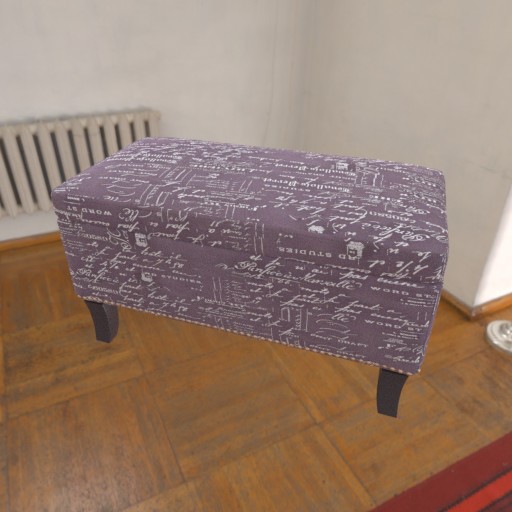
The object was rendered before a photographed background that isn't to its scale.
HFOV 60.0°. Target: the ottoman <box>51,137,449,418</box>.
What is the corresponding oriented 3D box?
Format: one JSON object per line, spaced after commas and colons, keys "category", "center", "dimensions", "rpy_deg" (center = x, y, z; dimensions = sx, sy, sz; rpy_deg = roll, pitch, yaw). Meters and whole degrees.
{"category": "ottoman", "center": [0.000, 0.000, 1.090], "dimensions": [0.813, 0.457, 0.406], "rpy_deg": [10, 34, 15]}
